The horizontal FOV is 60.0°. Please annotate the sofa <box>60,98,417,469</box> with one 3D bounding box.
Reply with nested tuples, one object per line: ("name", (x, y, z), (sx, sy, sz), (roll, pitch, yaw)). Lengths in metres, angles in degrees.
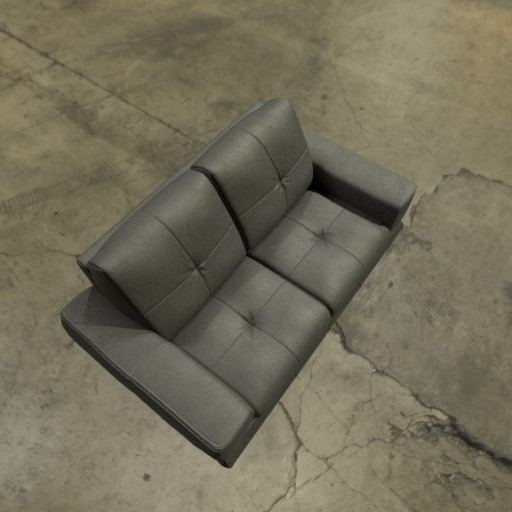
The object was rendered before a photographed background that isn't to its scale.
("sofa", (0.000, 0.000, 2.352), (1.018, 0.907, 1.806), (33, 63, 19))
